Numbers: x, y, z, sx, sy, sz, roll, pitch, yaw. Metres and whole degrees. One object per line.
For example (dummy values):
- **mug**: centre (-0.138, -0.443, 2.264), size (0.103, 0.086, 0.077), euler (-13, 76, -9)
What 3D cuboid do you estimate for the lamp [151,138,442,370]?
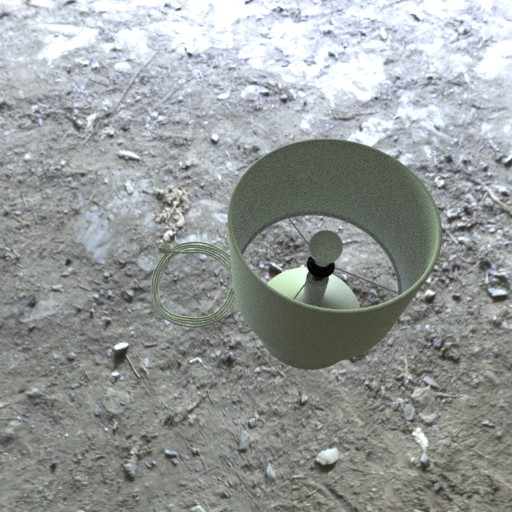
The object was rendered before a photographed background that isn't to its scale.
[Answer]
- **lamp**: centre (0.000, 0.000, 0.863), size (0.401, 0.457, 0.546), euler (-33, 65, -18)
